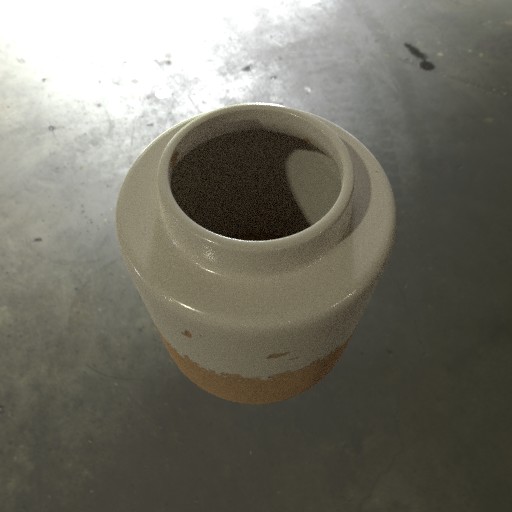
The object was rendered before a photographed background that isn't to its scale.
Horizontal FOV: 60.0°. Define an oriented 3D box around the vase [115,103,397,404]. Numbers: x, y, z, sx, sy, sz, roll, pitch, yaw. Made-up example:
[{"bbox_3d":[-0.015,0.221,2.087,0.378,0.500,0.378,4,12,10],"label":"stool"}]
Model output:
[{"bbox_3d":[0.000,0.000,0.290,0.153,0.167,0.153,0,58,0],"label":"vase"}]
